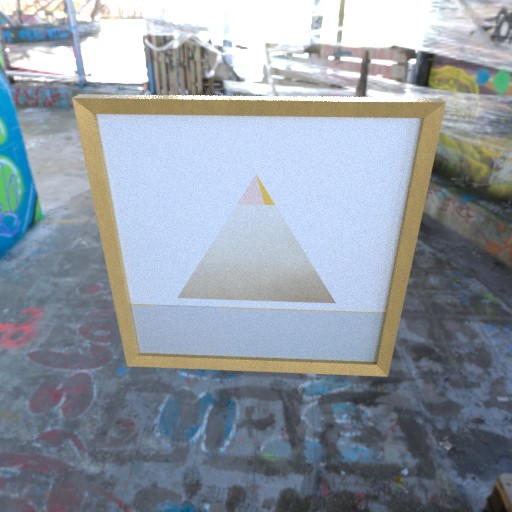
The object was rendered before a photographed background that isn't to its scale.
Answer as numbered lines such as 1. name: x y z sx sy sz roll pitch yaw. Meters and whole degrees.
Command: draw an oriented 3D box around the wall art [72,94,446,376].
1. wall art: 0.000 0.000 2.829 1.935 1.936 0.097 2 31 3
